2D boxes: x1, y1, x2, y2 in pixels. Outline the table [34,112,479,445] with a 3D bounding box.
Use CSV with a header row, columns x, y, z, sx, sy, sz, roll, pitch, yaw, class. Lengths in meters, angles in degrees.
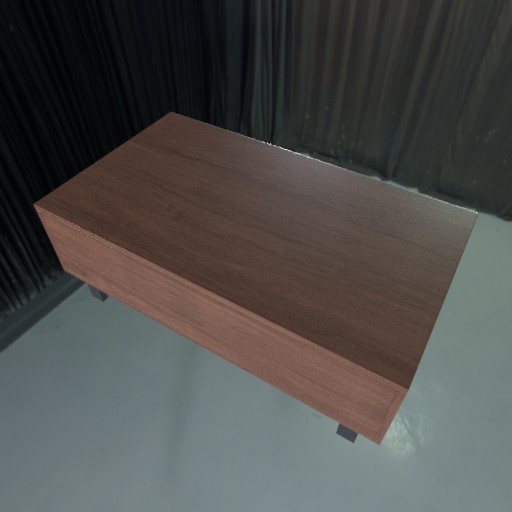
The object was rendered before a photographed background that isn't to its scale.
x,y,z,sx,sy,sz,roll,pitch,yaw,class
0.000,0.000,1.309,1.020,0.380,0.600,24,51,21,table
